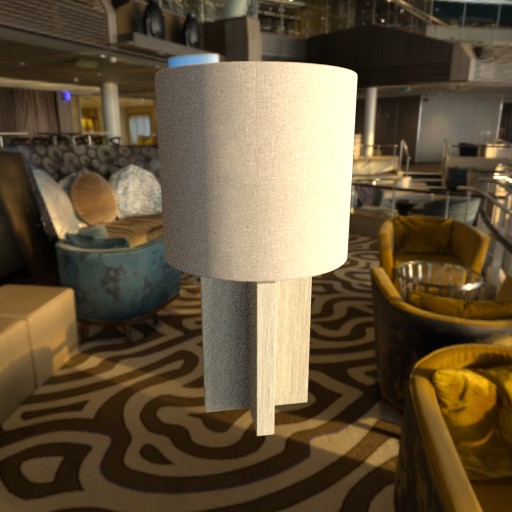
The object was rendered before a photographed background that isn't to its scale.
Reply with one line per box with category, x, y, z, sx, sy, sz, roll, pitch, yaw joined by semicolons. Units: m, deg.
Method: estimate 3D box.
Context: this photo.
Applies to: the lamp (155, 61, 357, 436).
lamp;0.000;0.000;0.567;0.229;0.428;0.229;-3;16;-9
